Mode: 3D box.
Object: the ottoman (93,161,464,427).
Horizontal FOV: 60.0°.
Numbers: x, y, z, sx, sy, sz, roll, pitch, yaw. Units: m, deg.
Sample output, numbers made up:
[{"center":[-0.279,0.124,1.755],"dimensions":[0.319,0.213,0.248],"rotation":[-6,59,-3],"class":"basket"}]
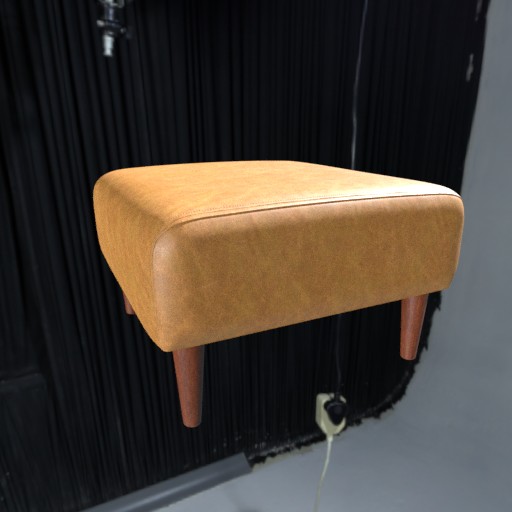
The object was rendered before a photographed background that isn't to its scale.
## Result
[{"center":[0.000,0.000,1.052],"dimensions":[0.650,0.399,0.650],"rotation":[-8,19,-25],"class":"ottoman"}]
